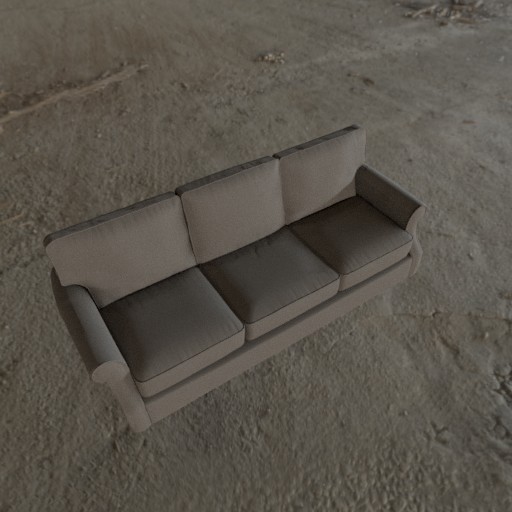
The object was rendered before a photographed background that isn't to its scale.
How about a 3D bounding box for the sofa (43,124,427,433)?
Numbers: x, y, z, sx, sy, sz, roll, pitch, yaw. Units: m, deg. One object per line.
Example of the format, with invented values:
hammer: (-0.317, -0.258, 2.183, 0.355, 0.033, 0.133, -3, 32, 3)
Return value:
sofa: (0.000, 0.000, 2.831, 2.353, 0.948, 0.966, -25, 49, -23)
